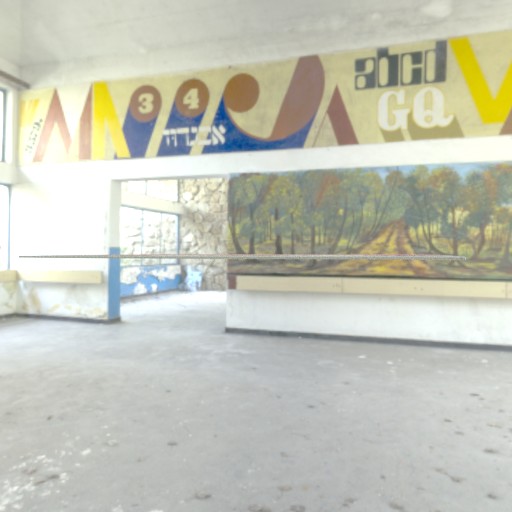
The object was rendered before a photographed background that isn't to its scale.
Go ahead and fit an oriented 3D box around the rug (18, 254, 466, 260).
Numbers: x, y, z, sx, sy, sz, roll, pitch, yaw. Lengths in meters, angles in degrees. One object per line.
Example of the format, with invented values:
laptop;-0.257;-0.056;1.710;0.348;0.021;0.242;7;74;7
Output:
rug;0.000;0.000;2.196;1.747;0.011;1.217;0;0;18
